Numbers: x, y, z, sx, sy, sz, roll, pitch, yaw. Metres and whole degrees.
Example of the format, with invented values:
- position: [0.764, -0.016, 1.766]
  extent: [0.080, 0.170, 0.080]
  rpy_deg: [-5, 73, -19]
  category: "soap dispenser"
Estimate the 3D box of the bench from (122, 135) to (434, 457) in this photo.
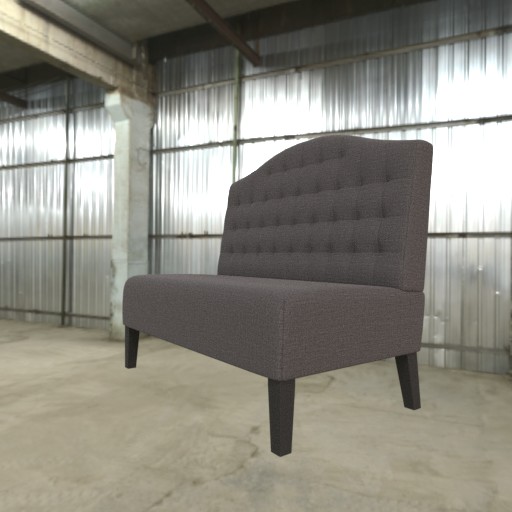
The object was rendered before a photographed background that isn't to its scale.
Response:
- position: [0.000, 0.000, 2.052]
  extent: [0.815, 1.180, 1.335]
  rpy_deg: [0, 0, -36]
  category: "bench"
